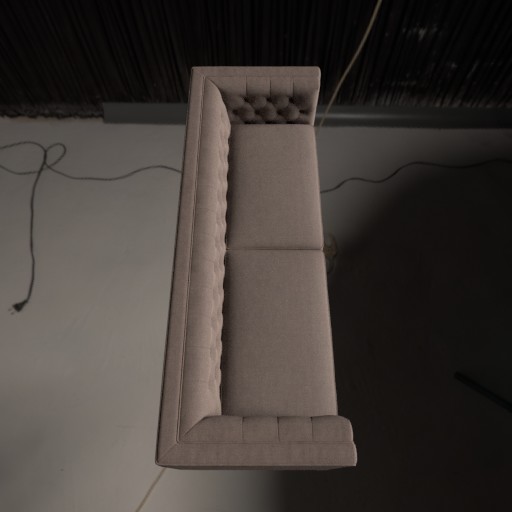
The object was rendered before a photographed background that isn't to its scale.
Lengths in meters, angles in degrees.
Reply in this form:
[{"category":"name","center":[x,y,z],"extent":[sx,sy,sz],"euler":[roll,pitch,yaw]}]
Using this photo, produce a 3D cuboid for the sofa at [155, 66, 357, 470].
[{"category":"sofa","center":[0.000,0.000,2.491],"extent":[0.775,0.762,2.159],"euler":[0,63,0]}]
